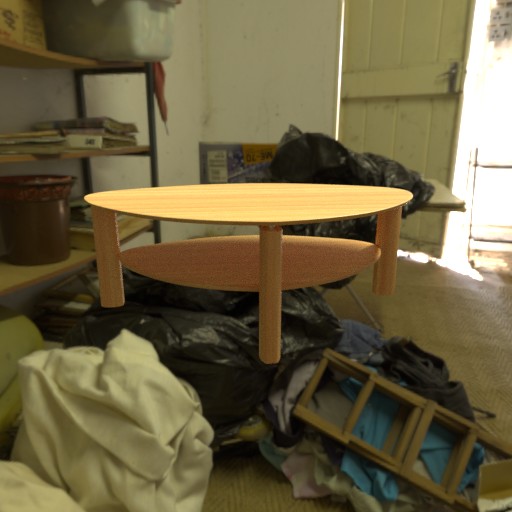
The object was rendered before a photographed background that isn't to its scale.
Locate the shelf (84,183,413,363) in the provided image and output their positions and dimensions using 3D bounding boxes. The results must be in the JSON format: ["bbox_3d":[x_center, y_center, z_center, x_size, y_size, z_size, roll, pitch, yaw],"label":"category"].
[{"bbox_3d":[0.000,0.000,1.662,1.246,0.440,0.845,-2,16,-6],"label":"shelf"}]
